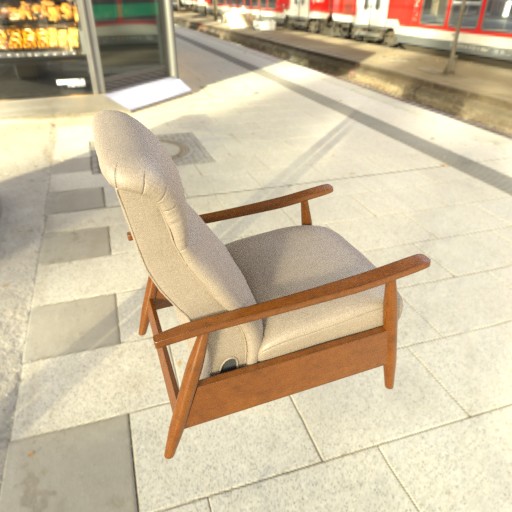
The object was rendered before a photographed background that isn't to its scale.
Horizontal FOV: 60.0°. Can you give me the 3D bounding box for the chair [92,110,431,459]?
[{"bbox_3d":[0.000,0.000,1.736,1.032,1.082,0.762,-11,33,-17],"label":"chair"}]
